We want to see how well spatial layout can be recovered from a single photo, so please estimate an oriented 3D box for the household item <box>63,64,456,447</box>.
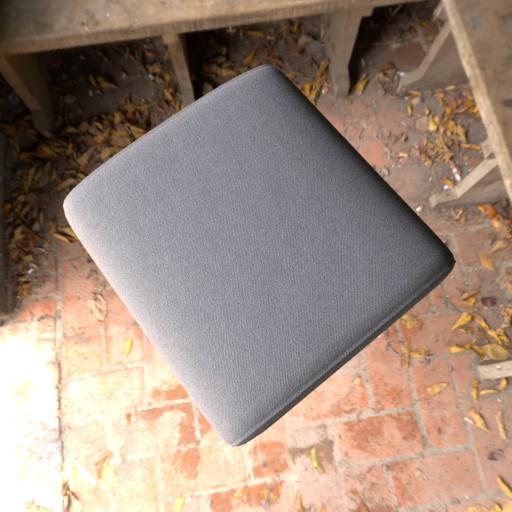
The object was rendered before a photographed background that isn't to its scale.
[{"bbox_3d":[0.000,0.000,0.900,0.530,0.410,0.530,-37,77,-10],"label":"household item"}]
